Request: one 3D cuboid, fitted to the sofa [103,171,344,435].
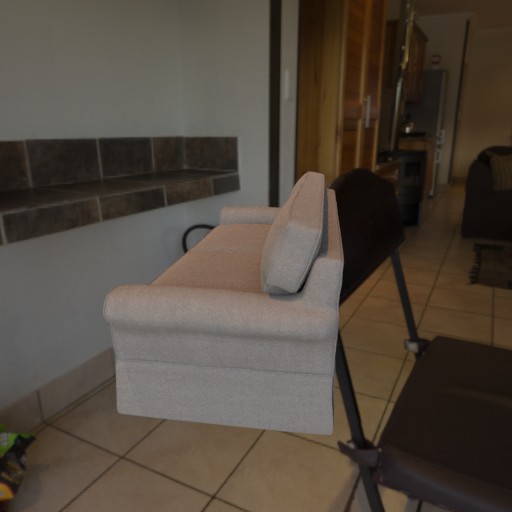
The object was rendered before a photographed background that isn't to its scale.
[{"bbox_3d":[0.000,0.000,2.799,0.991,0.943,2.248,2,16,8],"label":"sofa"}]
